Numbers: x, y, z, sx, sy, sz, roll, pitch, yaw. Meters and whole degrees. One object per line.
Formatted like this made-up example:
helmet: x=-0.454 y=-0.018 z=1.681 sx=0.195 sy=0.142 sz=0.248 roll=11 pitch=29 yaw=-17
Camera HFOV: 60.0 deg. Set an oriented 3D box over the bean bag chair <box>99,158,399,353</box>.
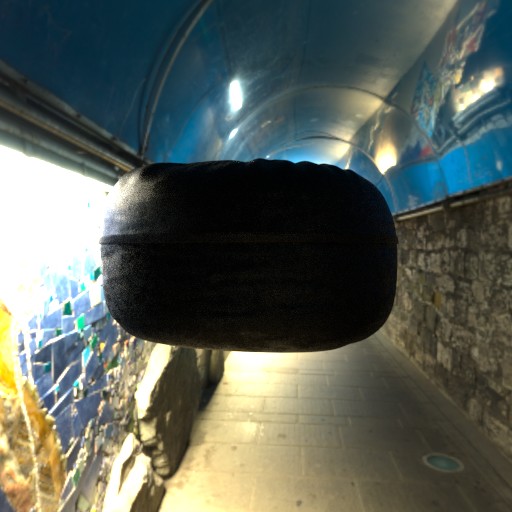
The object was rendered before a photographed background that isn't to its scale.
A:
bean bag chair: x=0.000 y=0.000 z=2.486 sx=1.524 sy=0.878 sz=1.524 roll=0 pitch=1 yaw=18
